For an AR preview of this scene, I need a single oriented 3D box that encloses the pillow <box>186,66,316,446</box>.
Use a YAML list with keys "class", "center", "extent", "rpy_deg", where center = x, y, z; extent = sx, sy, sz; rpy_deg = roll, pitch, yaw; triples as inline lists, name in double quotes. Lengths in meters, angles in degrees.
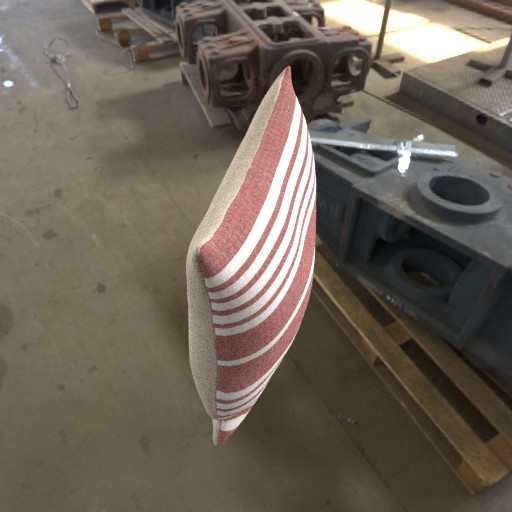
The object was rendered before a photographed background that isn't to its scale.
- class: "pillow"
  center: [0.000, 0.000, 0.688]
  extent: [0.182, 0.427, 0.439]
  rpy_deg: [10, 47, 10]
